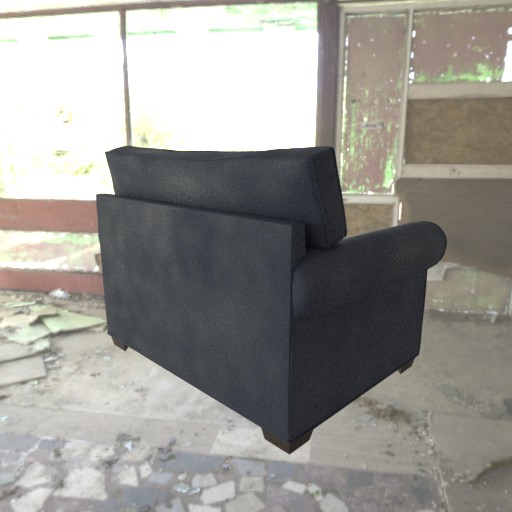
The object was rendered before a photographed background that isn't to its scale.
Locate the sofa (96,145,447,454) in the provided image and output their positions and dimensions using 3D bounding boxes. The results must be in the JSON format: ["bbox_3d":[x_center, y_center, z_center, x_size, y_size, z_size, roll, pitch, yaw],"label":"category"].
[{"bbox_3d":[0.000,0.000,2.071,0.938,1.004,1.405,-13,19,-43],"label":"sofa"}]
